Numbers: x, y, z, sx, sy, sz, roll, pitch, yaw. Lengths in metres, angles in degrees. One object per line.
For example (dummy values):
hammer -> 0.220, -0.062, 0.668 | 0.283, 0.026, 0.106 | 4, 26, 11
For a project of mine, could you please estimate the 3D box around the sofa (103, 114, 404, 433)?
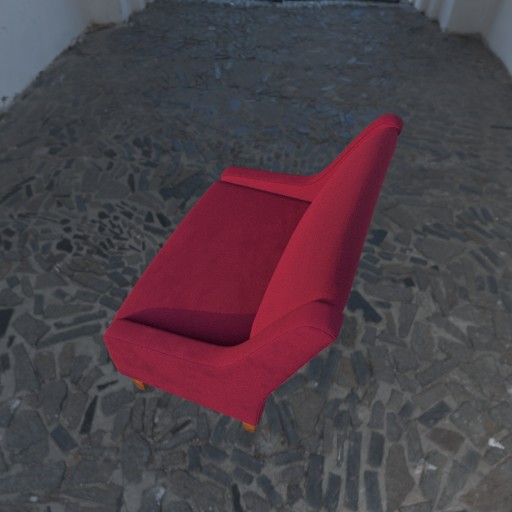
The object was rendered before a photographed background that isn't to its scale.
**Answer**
sofa -> 0.000, 0.000, 2.033 | 0.946, 0.976, 1.242 | 16, 48, 14
